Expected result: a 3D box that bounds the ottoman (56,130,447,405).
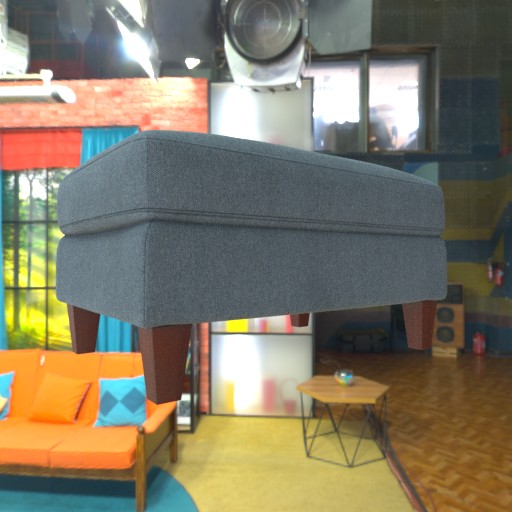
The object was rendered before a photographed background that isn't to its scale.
[{"bbox_3d":[0.000,0.000,1.141,0.864,0.483,0.584,0,-1,-37],"label":"ottoman"}]
